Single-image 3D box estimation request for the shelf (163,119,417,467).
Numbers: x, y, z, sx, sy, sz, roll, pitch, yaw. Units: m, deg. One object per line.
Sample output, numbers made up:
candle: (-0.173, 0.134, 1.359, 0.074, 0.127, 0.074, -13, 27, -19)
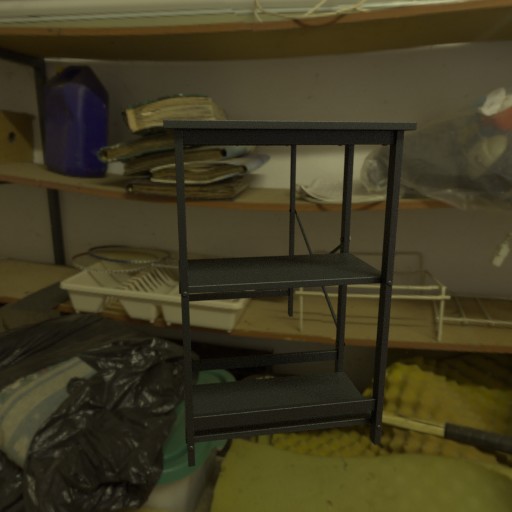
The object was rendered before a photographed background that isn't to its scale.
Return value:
shelf: (0.000, 0.000, 1.365, 0.498, 0.749, 0.902, -2, 14, -10)
